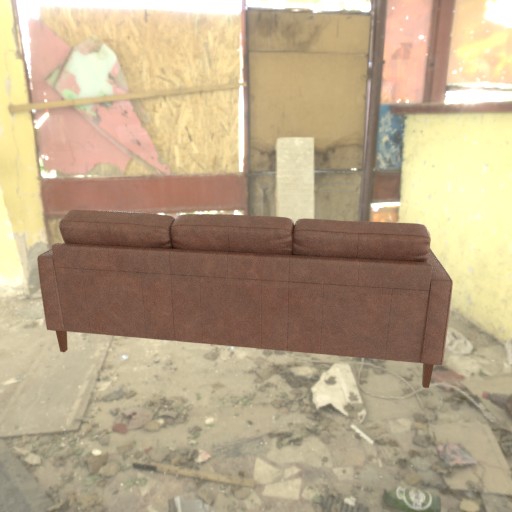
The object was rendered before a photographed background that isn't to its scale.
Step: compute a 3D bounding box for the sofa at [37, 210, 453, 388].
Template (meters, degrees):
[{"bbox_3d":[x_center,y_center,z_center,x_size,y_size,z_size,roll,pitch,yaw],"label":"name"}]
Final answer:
[{"bbox_3d":[0.000,0.000,3.030,2.185,0.841,1.613,3,18,10],"label":"sofa"}]
